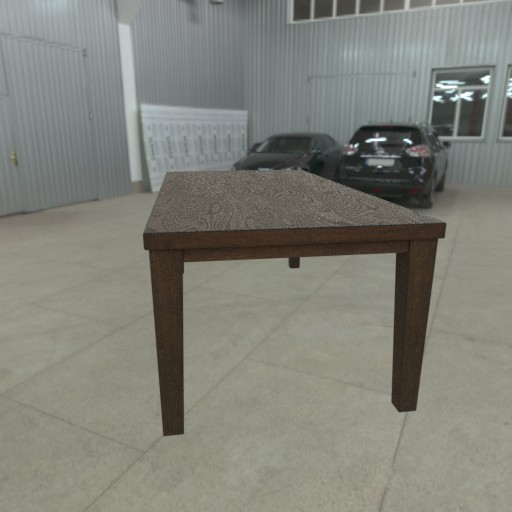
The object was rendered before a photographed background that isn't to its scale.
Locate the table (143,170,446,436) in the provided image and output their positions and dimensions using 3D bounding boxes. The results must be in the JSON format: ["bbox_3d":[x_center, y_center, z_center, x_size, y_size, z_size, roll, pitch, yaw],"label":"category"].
[{"bbox_3d":[0.000,0.000,2.486,1.016,0.762,1.981,-2,16,-8],"label":"table"}]
